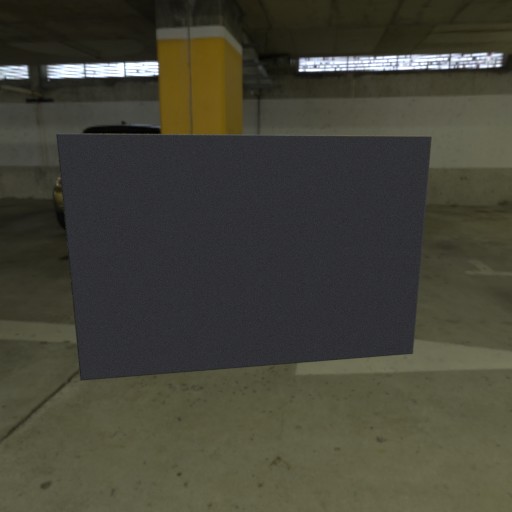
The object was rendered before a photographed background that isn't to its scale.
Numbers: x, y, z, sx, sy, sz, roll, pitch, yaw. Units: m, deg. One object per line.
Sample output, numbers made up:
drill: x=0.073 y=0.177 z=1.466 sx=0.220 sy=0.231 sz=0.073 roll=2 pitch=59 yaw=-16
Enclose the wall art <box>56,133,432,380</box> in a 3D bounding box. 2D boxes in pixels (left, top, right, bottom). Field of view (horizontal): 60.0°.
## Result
wall art: x=0.000 y=0.000 z=1.147 sx=0.908 sy=0.604 sz=0.037 roll=-2 pitch=13 yaw=-9
